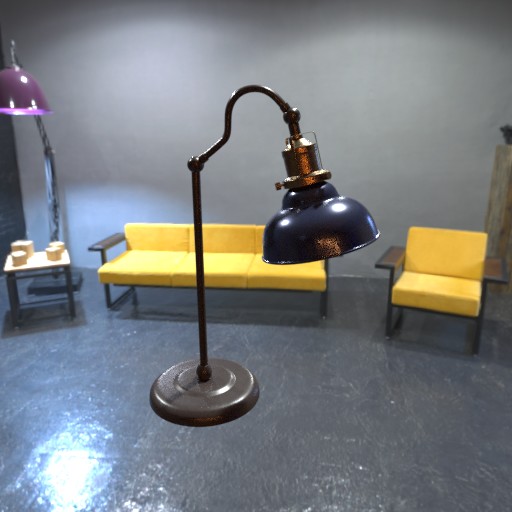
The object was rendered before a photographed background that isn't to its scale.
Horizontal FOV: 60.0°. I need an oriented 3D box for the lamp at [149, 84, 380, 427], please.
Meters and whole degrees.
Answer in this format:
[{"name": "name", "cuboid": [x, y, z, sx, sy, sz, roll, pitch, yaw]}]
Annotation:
[{"name": "lamp", "cuboid": [0.000, 0.000, 0.701, 0.374, 0.508, 0.192, 3, 15, 10]}]
